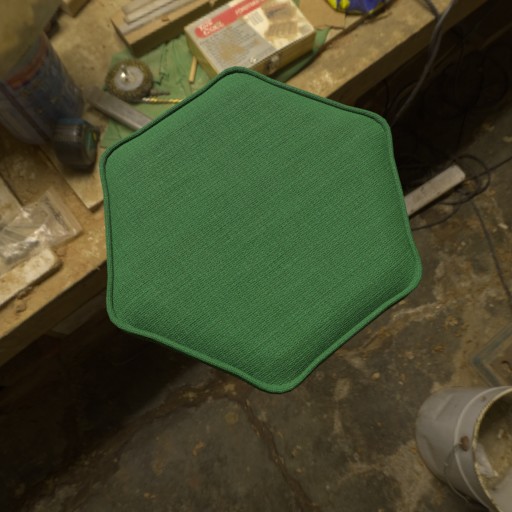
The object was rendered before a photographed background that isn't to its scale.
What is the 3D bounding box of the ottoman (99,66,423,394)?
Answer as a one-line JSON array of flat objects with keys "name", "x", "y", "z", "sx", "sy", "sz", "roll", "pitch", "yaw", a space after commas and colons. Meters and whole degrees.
[{"name": "ottoman", "x": 0.000, "y": 0.000, "z": 0.862, "sx": 0.499, "sy": 0.507, "sz": 0.444, "roll": -37, "pitch": 79, "yaw": -9}]
